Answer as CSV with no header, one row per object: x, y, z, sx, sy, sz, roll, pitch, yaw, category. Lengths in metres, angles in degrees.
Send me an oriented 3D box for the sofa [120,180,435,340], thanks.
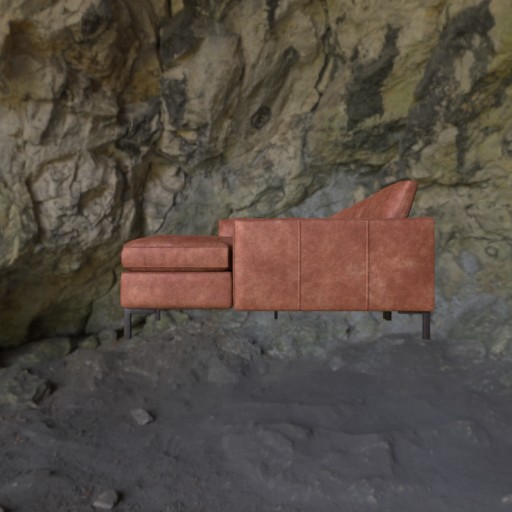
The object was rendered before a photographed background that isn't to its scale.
0.000,0.000,3.832,1.939,0.900,2.956,0,0,0,sofa
